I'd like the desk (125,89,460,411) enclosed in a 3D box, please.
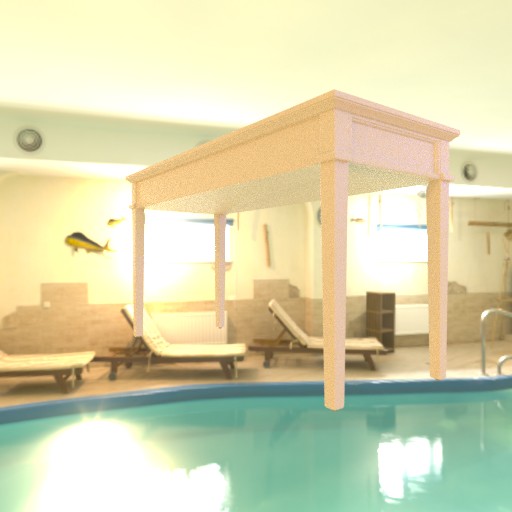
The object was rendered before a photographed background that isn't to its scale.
[{"bbox_3d":[0.000,0.000,1.754,0.559,0.774,1.372,0,0,-37],"label":"desk"}]
